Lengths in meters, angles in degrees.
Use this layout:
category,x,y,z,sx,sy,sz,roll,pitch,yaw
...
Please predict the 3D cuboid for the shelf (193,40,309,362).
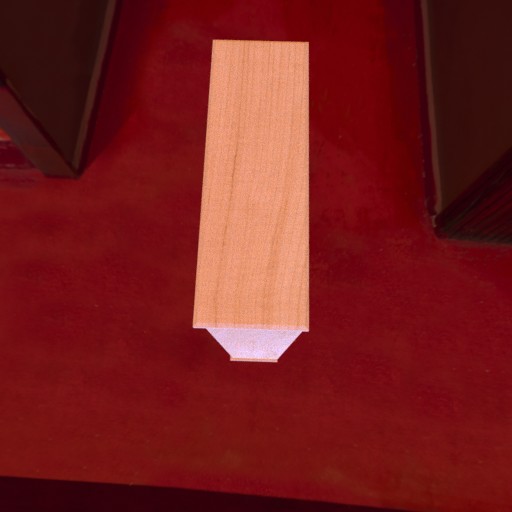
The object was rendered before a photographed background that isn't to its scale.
category,x,y,z,sx,sy,sz,roll,pitch,yaw
shelf,0.000,0.000,1.225,0.175,1.030,0.520,2,74,1
